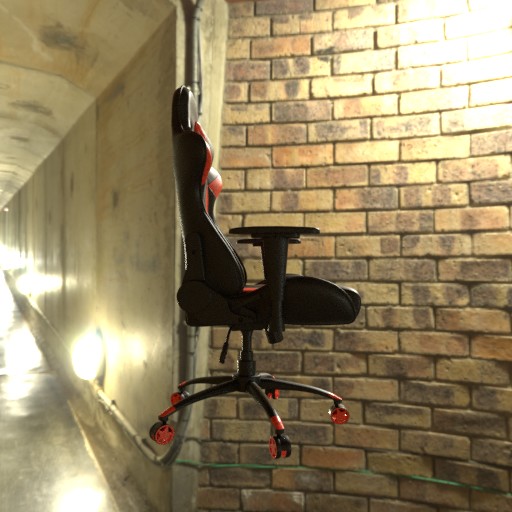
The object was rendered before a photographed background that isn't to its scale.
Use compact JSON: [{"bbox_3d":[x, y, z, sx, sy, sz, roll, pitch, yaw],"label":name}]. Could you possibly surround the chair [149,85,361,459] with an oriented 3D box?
[{"bbox_3d":[0.000,0.000,1.719,0.730,1.282,0.695,0,-1,0],"label":"chair"}]
